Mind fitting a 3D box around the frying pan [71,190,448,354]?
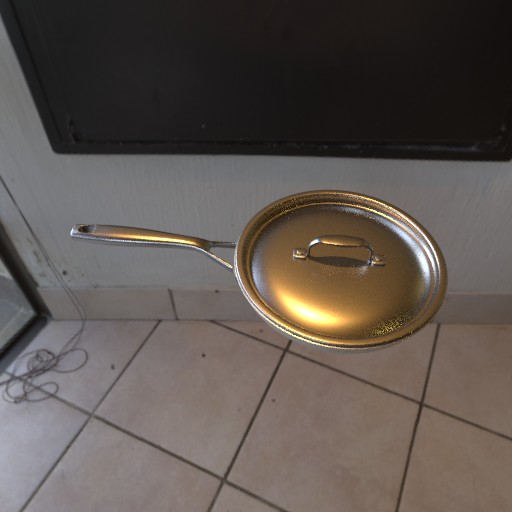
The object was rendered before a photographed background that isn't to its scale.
[{"bbox_3d":[0.000,0.000,0.593,0.490,0.086,0.272,5,47,4],"label":"frying pan"}]
